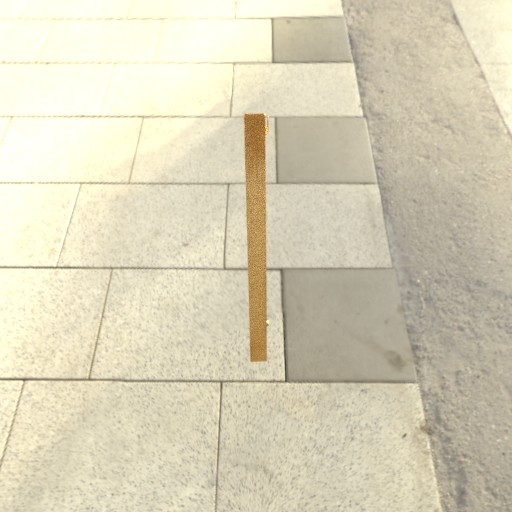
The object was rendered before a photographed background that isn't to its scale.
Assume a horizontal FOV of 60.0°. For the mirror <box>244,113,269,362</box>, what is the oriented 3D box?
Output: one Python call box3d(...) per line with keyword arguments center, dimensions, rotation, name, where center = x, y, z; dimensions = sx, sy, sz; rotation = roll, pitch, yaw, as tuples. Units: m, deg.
box3d(center=(0.000, 0.000, 0.856), dimensions=(0.032, 0.679, 0.419), rotation=(-1, 57, -1), name="mirror")
